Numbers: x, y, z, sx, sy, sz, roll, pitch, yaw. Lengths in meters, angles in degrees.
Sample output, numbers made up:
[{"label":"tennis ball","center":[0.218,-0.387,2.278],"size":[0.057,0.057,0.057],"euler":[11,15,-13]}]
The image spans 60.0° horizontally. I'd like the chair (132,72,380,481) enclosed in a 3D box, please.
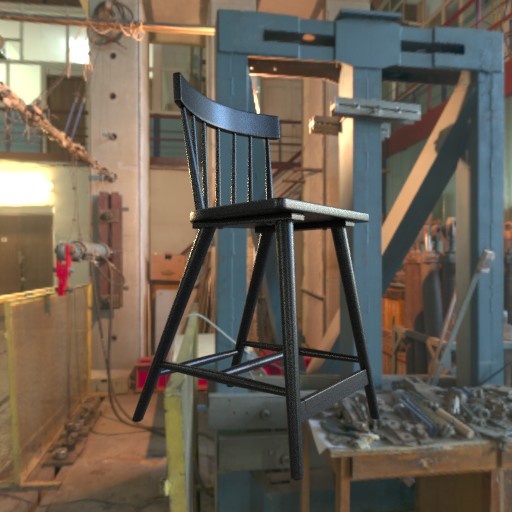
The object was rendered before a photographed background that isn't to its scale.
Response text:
[{"label":"chair","center":[0.000,0.000,1.282],"size":[0.572,0.952,0.483],"euler":[0,0,37]}]
